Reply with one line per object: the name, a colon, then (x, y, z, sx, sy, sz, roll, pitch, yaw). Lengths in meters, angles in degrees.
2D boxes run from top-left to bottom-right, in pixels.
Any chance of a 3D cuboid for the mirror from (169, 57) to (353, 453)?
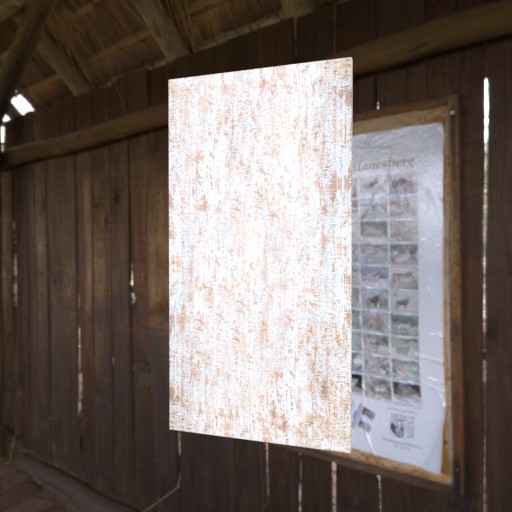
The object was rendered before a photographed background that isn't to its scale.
mirror: (0.000, 0.000, 1.113, 0.472, 0.922, 0.027, 0, 1, 17)
